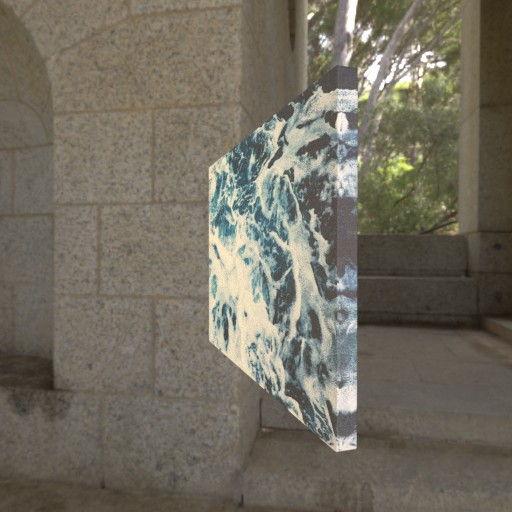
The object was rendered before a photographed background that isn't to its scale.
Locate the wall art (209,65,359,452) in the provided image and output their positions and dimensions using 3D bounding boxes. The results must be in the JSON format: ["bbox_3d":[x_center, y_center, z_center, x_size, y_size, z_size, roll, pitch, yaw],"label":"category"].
[{"bbox_3d":[0.000,0.000,1.134,0.042,0.610,0.915,0,1,-19],"label":"wall art"}]
